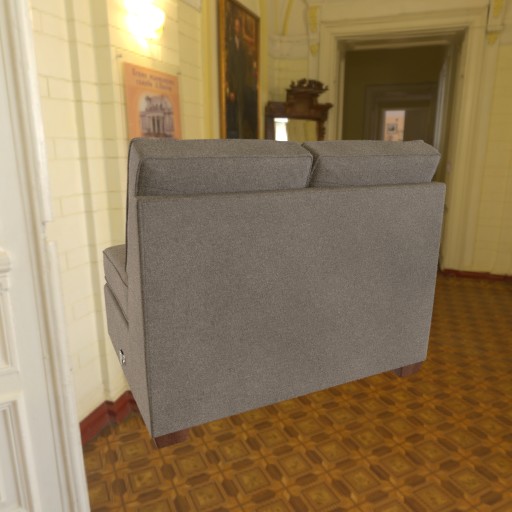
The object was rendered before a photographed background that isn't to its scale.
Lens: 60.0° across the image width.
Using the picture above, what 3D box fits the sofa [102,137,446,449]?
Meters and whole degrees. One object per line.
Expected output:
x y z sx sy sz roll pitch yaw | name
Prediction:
0.000 0.000 1.984 1.237 1.008 0.951 -7 16 -26 | sofa
